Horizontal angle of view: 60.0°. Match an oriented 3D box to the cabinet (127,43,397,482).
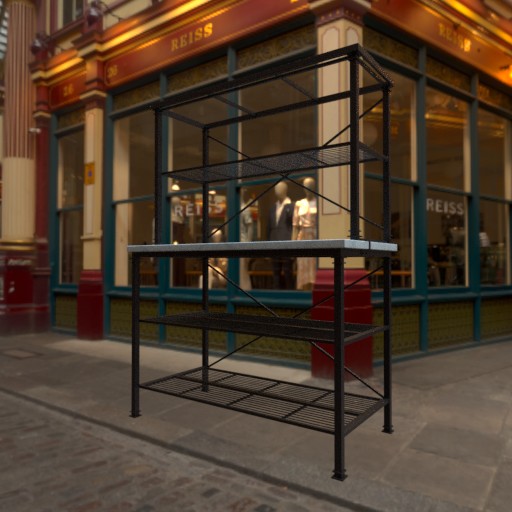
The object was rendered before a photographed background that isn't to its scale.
[{"bbox_3d":[0.000,0.000,2.191,1.210,1.659,0.610,-1,-1,35],"label":"cabinet"}]
